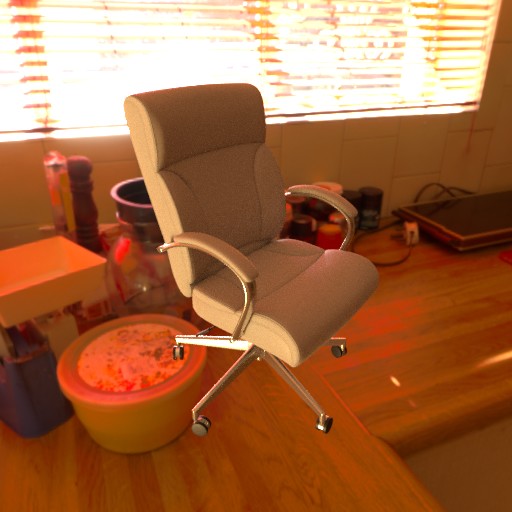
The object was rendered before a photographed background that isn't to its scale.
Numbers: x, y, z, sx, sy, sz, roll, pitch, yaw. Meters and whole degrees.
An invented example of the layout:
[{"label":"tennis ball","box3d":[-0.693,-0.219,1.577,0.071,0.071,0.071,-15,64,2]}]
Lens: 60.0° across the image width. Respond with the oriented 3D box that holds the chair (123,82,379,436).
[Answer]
[{"label":"chair","box3d":[0.000,0.000,1.562,0.745,1.099,0.727,18,31,33]}]
